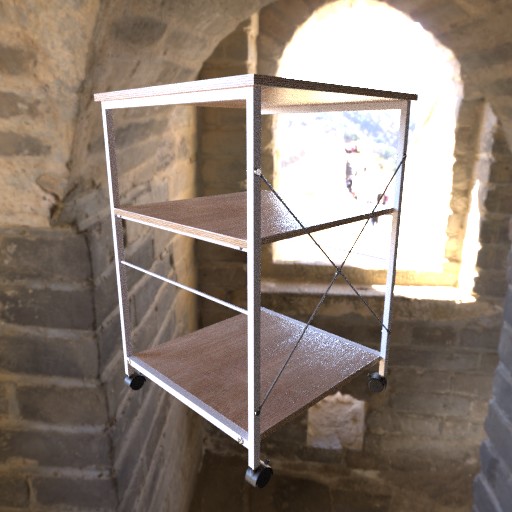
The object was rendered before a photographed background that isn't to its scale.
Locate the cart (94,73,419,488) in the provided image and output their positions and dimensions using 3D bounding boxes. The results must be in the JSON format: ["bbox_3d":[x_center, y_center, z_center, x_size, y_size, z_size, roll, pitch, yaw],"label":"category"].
[{"bbox_3d":[0.000,0.000,1.106,0.521,0.762,0.520,-15,22,-42],"label":"cart"}]
